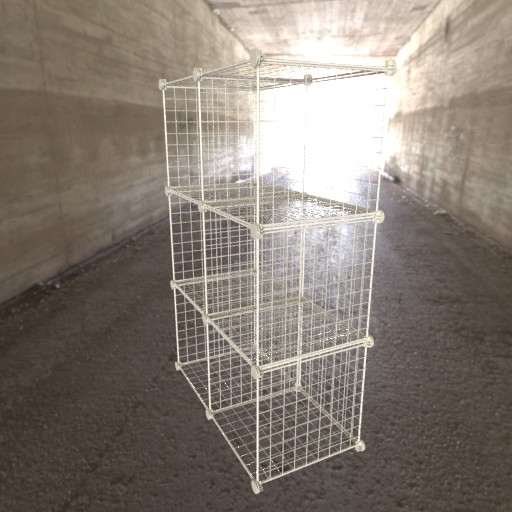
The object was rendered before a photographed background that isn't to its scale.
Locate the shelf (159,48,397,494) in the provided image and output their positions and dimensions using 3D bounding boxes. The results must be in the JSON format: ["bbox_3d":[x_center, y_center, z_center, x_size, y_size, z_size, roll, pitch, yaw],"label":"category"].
[{"bbox_3d":[0.000,0.000,1.378,0.356,1.067,0.711,-8,18,-26],"label":"shelf"}]
